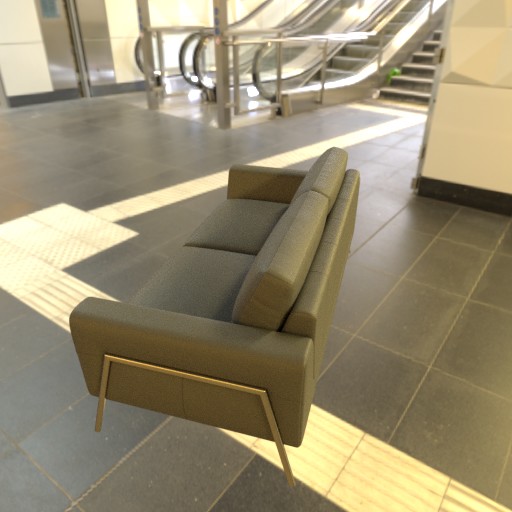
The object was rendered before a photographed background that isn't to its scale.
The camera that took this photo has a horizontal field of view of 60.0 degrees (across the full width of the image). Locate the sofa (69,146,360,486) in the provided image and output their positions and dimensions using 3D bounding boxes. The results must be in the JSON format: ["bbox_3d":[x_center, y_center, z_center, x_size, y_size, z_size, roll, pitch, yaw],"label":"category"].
[{"bbox_3d":[0.000,0.000,2.511,0.953,0.875,2.017,8,30,15],"label":"sofa"}]
